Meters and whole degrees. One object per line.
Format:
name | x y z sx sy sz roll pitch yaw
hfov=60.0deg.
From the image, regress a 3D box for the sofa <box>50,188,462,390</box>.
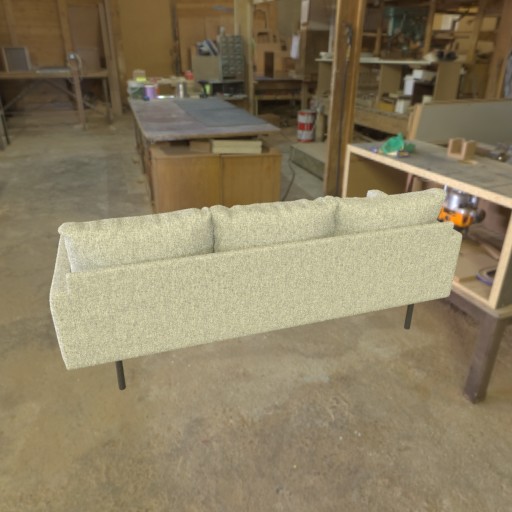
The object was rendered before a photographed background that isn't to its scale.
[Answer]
sofa | 0.000 0.000 2.450 2.000 0.830 0.850 -8 27 -16
